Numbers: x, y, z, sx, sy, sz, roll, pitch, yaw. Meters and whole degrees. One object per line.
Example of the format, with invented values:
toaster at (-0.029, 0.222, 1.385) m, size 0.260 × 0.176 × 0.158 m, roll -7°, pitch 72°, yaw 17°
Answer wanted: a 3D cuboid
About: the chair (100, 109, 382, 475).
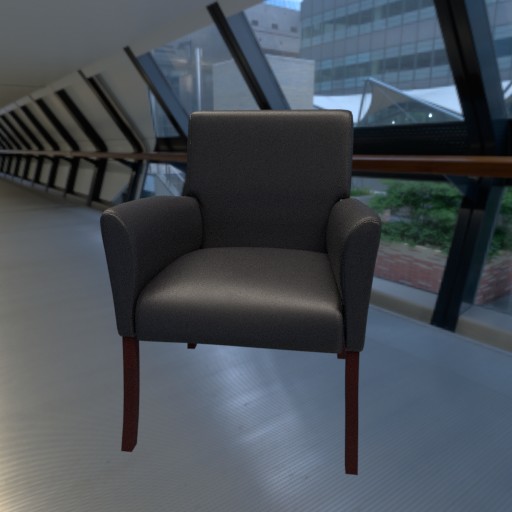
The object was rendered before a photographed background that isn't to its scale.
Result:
chair at (0.000, 0.000, 1.443) m, size 0.683 × 0.951 × 0.772 m, roll 2°, pitch 15°, yaw 8°
